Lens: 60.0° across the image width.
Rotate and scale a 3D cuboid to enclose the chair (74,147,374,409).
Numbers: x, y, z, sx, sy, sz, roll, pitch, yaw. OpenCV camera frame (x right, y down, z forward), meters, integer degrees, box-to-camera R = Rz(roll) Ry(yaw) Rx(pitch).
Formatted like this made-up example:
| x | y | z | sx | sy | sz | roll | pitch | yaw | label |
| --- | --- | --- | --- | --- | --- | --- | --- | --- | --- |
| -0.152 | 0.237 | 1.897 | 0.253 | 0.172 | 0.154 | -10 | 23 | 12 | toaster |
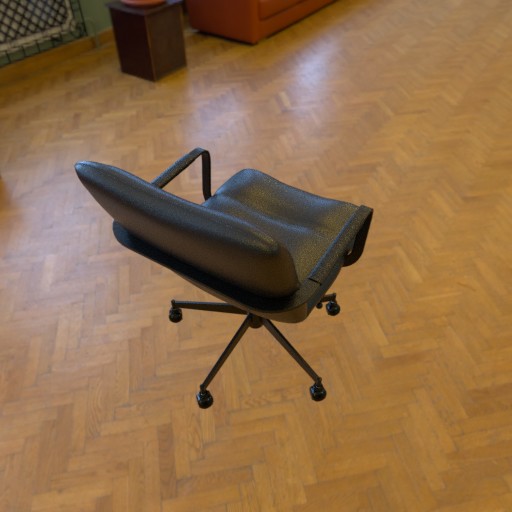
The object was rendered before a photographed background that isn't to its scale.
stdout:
| x | y | z | sx | sy | sz | roll | pitch | yaw | label |
| --- | --- | --- | --- | --- | --- | --- | --- | --- | --- |
| 0.000 | 0.000 | 1.479 | 0.719 | 0.922 | 0.748 | 24 | 49 | 22 | chair |
